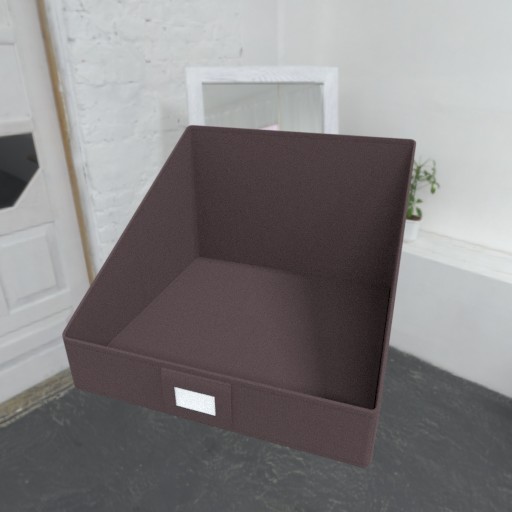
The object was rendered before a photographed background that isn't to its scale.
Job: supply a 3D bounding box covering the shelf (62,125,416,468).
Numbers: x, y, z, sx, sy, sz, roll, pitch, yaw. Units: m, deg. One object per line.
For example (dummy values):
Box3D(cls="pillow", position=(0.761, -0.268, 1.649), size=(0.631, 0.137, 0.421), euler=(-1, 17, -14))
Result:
Box3D(cls="shelf", position=(0.000, 0.000, 0.476), size=(0.292, 0.210, 0.292), euler=(9, 28, 17))
